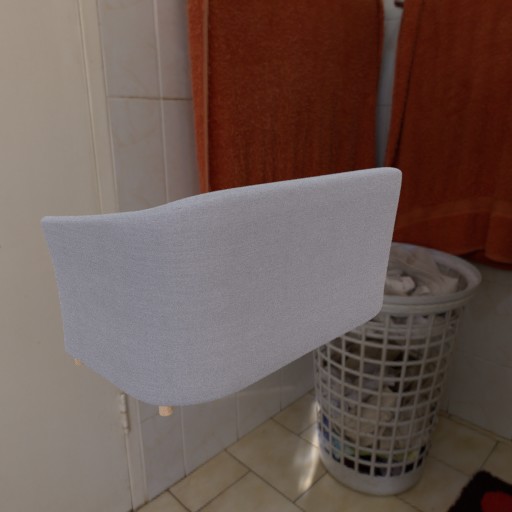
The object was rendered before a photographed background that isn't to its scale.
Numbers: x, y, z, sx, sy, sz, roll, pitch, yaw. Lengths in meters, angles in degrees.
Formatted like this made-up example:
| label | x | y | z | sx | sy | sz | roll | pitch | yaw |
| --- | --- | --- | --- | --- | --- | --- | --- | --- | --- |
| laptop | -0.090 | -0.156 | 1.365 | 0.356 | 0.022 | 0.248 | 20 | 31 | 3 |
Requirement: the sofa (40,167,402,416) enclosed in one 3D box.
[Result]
| label | x | y | z | sx | sy | sz | roll | pitch | yaw |
| --- | --- | --- | --- | --- | --- | --- | --- | --- | --- |
| sofa | 0.000 | 0.000 | 1.861 | 1.452 | 0.721 | 0.705 | -16 | 24 | -41 |
